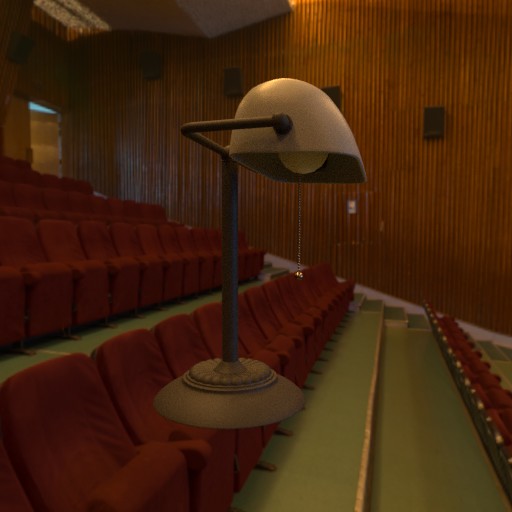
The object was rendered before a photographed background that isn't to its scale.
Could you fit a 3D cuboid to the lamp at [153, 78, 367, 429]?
[{"bbox_3d":[0.000,0.000,0.514,0.243,0.339,0.264,1,2,16],"label":"lamp"}]
